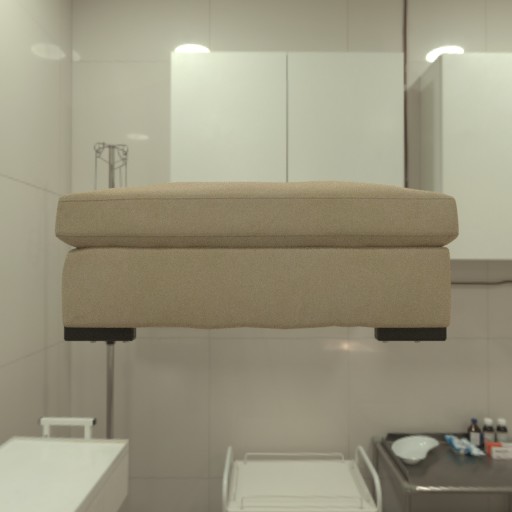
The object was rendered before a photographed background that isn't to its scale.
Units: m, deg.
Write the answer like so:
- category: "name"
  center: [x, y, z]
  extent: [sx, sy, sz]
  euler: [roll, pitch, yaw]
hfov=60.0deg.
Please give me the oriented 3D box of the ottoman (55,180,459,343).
- category: "ottoman"
  center: [0.000, 0.000, 1.864]
  extent: [1.190, 0.522, 1.205]
  euler: [0, -1, 0]
